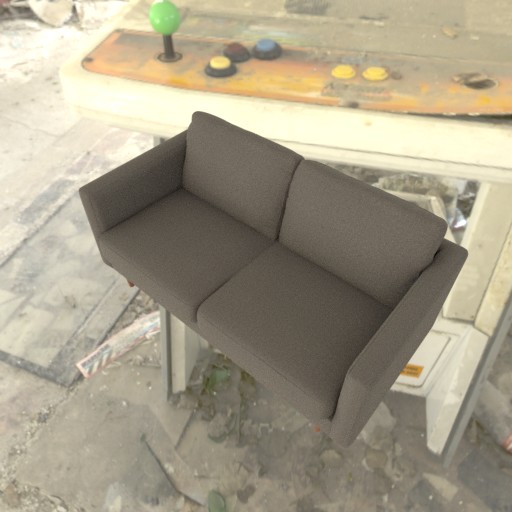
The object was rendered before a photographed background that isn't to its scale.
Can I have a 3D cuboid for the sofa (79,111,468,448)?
[{"bbox_3d":[0.000,0.000,2.269,1.713,0.866,0.940,31,54,27],"label":"sofa"}]
